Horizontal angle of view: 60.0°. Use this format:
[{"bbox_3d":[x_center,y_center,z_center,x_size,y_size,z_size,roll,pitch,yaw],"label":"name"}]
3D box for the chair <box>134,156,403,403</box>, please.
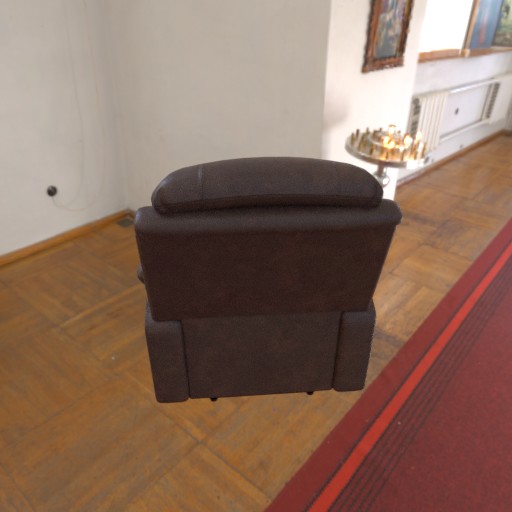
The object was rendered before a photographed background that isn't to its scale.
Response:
[{"bbox_3d":[0.000,0.000,1.691,0.855,0.992,0.919,-2,30,-4],"label":"chair"}]
